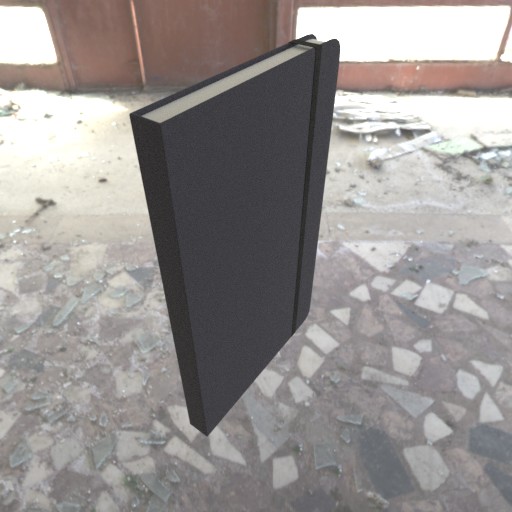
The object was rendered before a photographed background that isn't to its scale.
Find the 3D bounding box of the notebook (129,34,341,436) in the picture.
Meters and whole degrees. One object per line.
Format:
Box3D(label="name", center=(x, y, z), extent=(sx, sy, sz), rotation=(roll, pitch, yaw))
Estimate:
Box3D(label="notebook", center=(0.000, 0.000, 0.257), extent=(0.016, 0.213, 0.127), rotation=(26, 47, 26))
